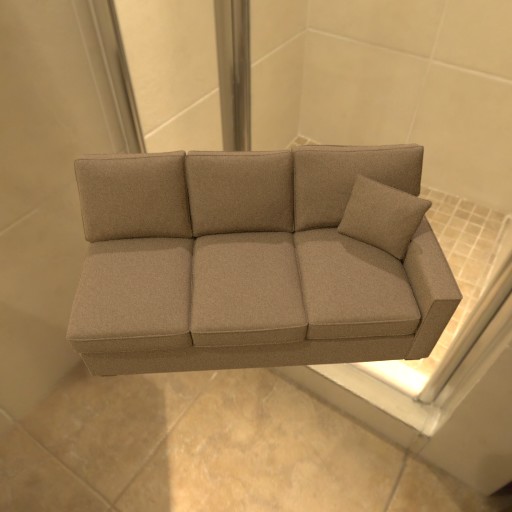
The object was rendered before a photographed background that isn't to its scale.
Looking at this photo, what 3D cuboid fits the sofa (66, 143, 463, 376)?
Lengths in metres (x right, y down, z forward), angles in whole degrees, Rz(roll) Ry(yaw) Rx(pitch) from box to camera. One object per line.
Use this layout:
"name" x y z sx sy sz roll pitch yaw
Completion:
"sofa" 0.000 0.000 2.546 1.963 0.946 1.034 -2 48 -2
